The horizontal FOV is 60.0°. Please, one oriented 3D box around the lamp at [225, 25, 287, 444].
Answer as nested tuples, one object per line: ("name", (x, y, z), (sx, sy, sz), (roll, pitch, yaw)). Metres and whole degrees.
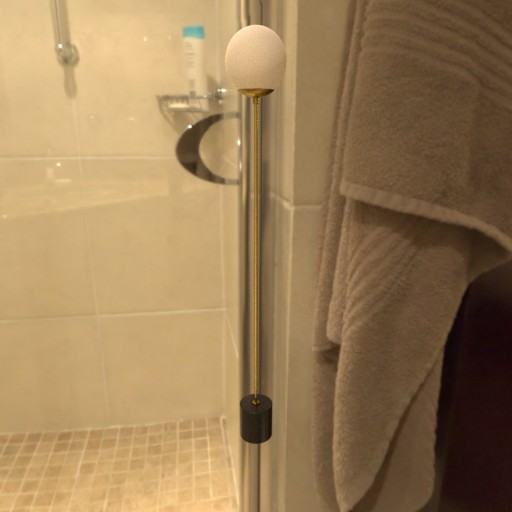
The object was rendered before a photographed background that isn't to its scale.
("lamp", (0.000, 0.000, 1.858), (0.229, 1.748, 0.229), (15, 22, 42))
